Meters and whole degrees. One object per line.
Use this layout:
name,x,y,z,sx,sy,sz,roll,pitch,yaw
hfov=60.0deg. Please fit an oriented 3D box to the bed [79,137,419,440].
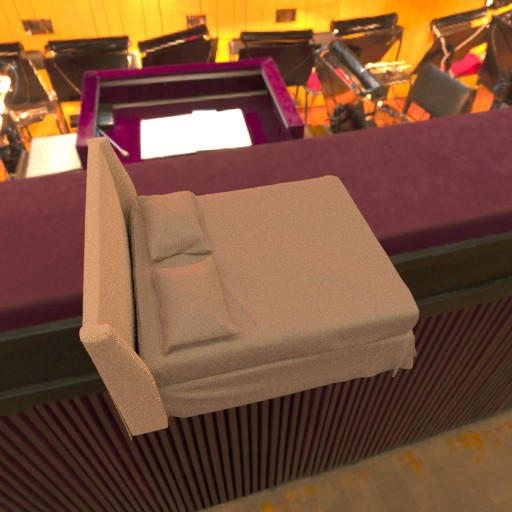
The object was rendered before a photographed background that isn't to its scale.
bed,0.000,0.000,3.472,2.276,1.332,1.925,-10,48,-9
